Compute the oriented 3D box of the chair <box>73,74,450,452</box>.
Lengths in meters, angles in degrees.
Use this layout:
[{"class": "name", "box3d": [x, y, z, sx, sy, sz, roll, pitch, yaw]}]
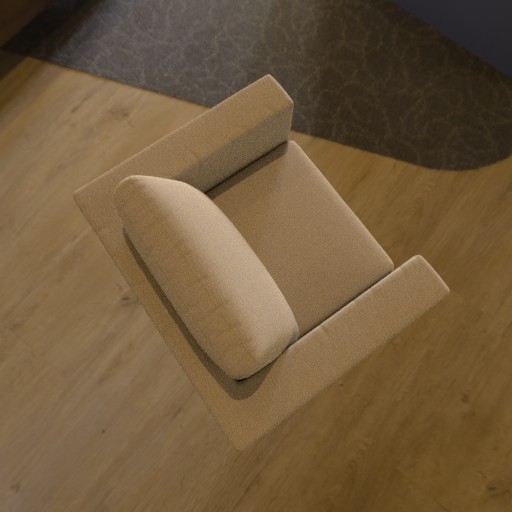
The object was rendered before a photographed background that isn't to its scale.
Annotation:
[{"class": "chair", "box3d": [0.000, 0.000, 1.816, 0.957, 0.878, 1.150, -34, 77, -9]}]
